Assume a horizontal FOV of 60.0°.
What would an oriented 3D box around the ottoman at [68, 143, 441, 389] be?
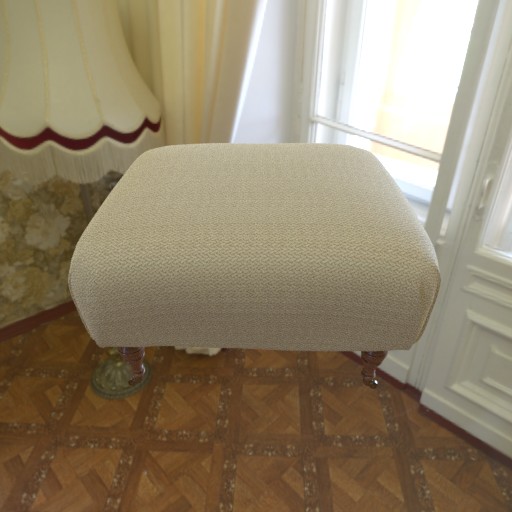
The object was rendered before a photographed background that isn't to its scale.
[{"bbox_3d":[0.000,0.000,1.079,0.684,0.447,0.622,0,32,1],"label":"ottoman"}]
